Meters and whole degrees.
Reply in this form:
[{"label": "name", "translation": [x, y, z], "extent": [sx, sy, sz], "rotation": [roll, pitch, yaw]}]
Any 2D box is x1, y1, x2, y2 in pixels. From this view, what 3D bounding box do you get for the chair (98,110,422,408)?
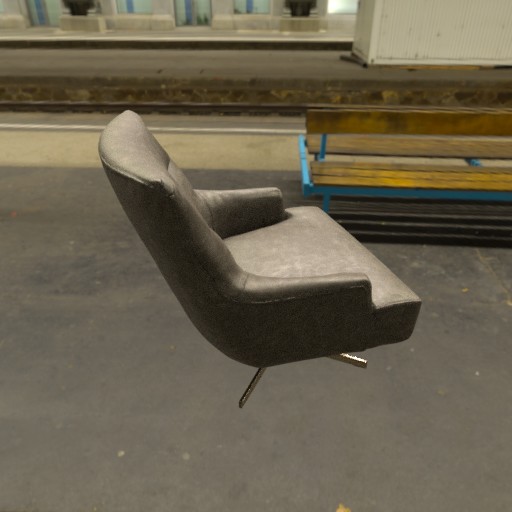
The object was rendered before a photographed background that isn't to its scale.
[{"label": "chair", "translation": [0.000, 0.000, 1.495], "extent": [0.874, 0.870, 0.738], "rotation": [-10, 33, -16]}]
